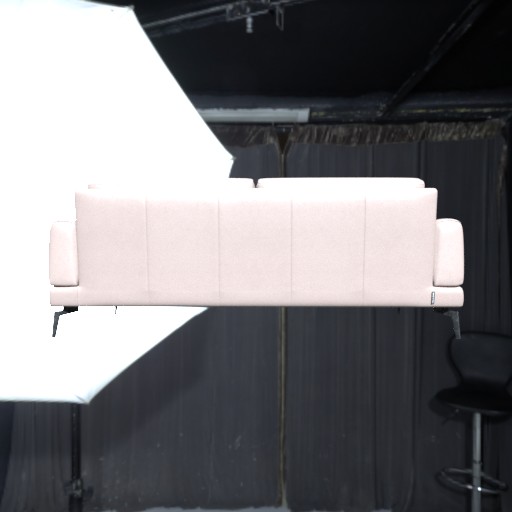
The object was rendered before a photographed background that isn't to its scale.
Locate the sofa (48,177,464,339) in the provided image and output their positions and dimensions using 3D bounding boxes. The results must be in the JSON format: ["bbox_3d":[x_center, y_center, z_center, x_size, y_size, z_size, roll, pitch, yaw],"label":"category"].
[{"bbox_3d":[0.000,0.000,2.453,1.940,0.765,0.974,0,0,1],"label":"sofa"}]
